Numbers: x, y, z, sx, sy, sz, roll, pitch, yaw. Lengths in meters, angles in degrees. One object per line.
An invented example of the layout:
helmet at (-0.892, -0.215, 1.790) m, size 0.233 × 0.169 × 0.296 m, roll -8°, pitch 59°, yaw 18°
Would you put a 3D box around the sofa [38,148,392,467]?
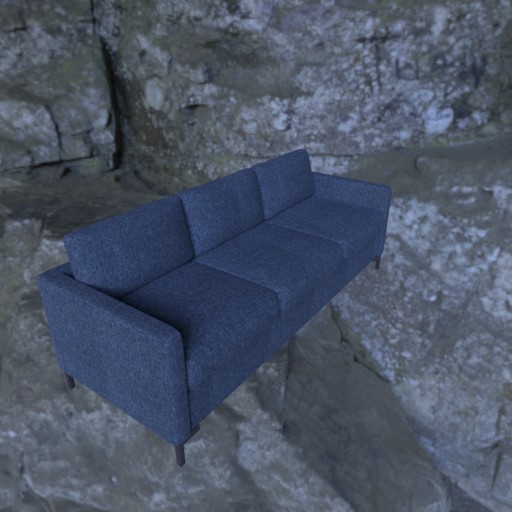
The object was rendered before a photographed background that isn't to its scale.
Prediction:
sofa at (0.000, 0.000, 2.664) m, size 0.859 × 0.874 × 2.218 m, roll 18°, pitch 32°, yaw 32°
